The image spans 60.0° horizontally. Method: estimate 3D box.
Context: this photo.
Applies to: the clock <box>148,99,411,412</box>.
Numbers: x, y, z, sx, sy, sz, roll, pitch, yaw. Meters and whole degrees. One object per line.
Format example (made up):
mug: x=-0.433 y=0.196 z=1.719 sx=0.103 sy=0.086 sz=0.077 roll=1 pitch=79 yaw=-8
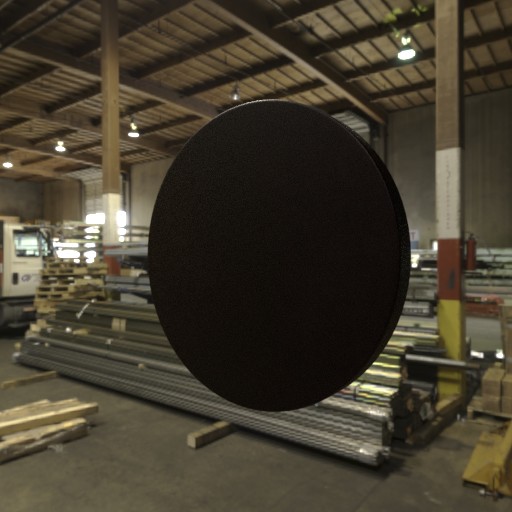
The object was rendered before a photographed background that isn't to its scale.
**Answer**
clock: x=0.000 y=0.000 z=0.464 sx=0.314 sy=0.314 sz=0.029 roll=0 pitch=1 yaw=37
